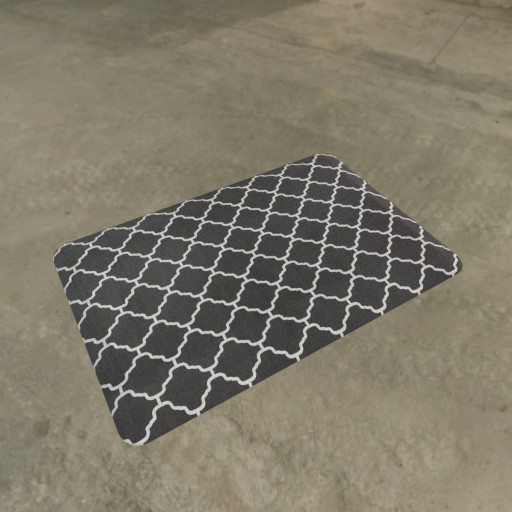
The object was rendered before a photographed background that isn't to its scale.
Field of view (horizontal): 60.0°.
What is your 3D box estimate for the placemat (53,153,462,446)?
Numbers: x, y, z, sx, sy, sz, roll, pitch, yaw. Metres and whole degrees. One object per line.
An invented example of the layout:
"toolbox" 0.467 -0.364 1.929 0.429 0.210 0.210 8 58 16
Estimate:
"placemat" 0.000 0.000 0.958 0.762 0.021 0.508 -23 51 -20
